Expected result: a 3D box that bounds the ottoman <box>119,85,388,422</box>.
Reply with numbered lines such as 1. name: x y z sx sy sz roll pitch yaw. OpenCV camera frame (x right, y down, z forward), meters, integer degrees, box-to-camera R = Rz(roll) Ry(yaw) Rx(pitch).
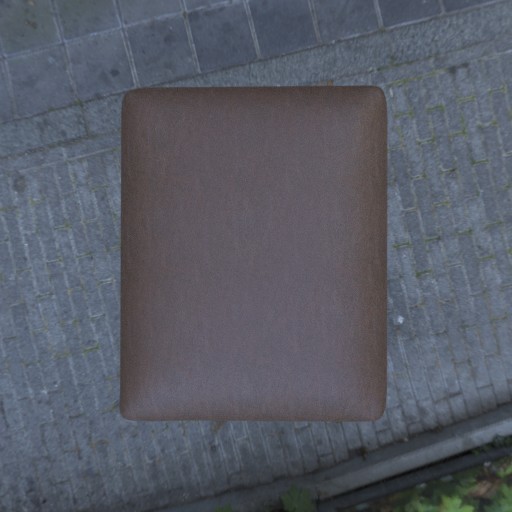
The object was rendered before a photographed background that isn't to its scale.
1. ottoman: 0.000 0.000 1.183 0.635 0.508 0.787 0 90 1
